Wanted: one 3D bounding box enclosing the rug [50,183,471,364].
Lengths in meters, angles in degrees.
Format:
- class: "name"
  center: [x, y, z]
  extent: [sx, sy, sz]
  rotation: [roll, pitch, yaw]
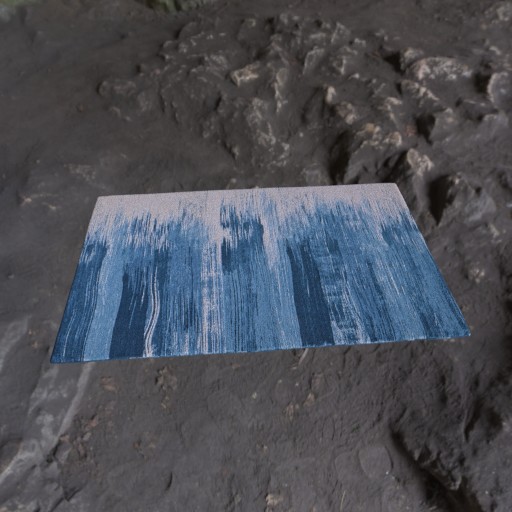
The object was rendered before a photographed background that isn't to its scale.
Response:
- class: "rug"
  center: [0.000, 0.000, 3.083]
  extent: [2.450, 0.027, 1.540]
  rotation: [-3, 45, -3]
